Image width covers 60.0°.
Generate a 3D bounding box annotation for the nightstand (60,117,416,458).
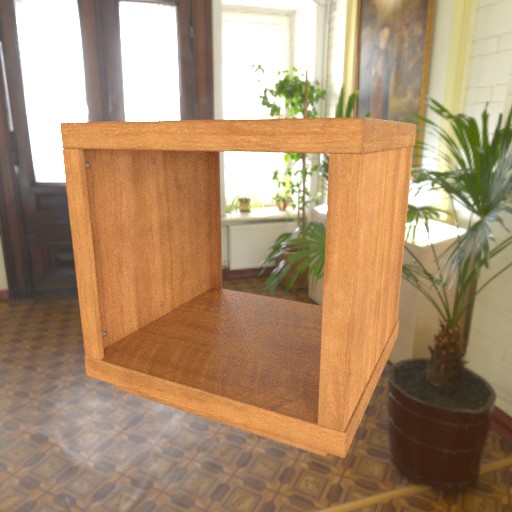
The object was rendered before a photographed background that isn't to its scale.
[{"bbox_3d":[0.000,0.000,0.856,0.493,0.491,0.436,8,17,26],"label":"nightstand"}]
